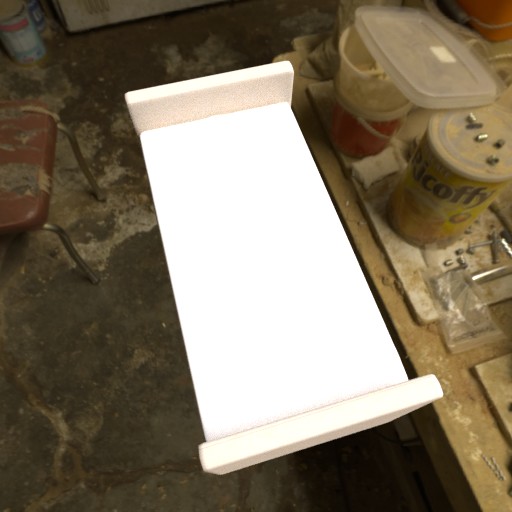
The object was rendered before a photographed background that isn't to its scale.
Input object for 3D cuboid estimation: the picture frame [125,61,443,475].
[{"bbox_3d":[0.000,0.000,2.678,1.069,0.891,2.161,-14,64,-7],"label":"picture frame"}]
